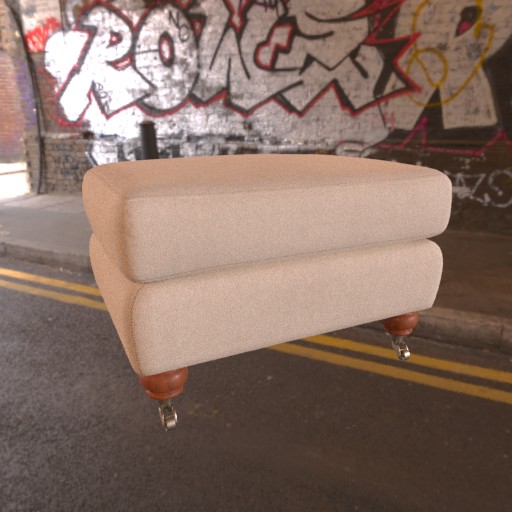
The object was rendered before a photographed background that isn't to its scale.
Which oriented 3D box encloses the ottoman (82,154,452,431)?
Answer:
[{"bbox_3d":[0.000,0.000,1.142,0.773,0.499,0.569,-8,19,-25],"label":"ottoman"}]
